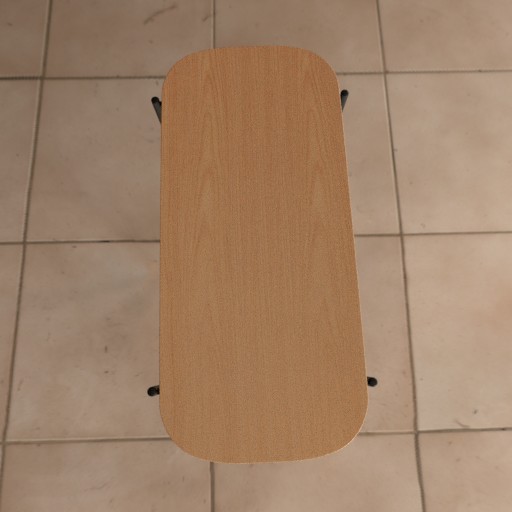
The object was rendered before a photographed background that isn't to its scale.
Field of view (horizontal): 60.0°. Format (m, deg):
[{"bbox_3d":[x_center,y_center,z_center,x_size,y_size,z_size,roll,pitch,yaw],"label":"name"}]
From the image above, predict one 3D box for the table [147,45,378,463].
[{"bbox_3d":[0.000,0.000,1.023,0.400,0.400,0.800,-2,77,-1],"label":"table"}]
